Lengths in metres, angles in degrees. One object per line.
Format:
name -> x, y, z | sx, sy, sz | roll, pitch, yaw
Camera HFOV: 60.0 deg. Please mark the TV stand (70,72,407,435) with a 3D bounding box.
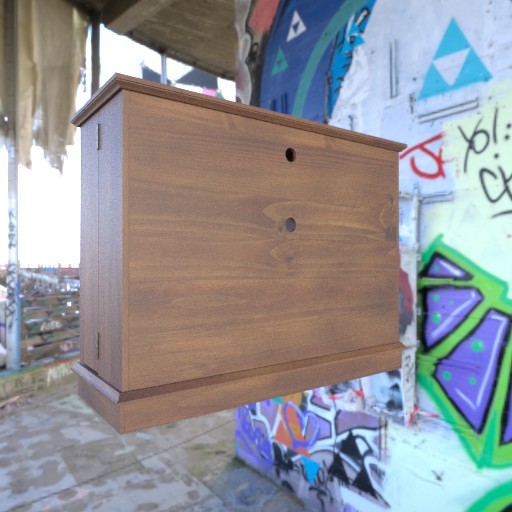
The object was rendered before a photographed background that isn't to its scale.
TV stand -> 0.000, 0.000, 1.460 | 1.067, 0.813, 0.406 | 0, 0, -36
